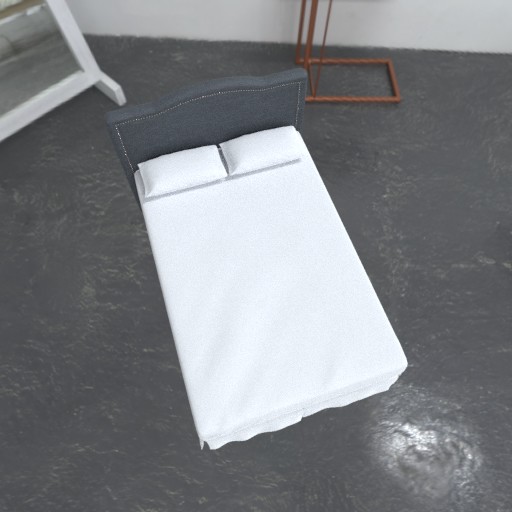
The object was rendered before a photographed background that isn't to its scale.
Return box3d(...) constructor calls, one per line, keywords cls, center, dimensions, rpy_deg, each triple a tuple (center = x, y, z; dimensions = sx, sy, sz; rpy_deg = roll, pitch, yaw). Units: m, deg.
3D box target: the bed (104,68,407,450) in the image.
box3d(cls="bed", center=(0.000, 0.000, 3.593), dimensions=(1.747, 1.441, 2.507), rpy_deg=(-16, 65, -8))
